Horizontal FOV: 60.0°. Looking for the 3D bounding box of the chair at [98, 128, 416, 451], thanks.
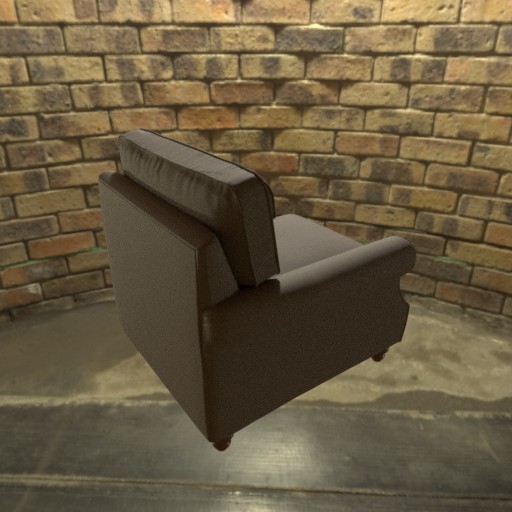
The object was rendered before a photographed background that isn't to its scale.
[{"bbox_3d":[0.000,0.000,1.802,0.966,0.967,1.029,-18,31,-31],"label":"chair"}]
